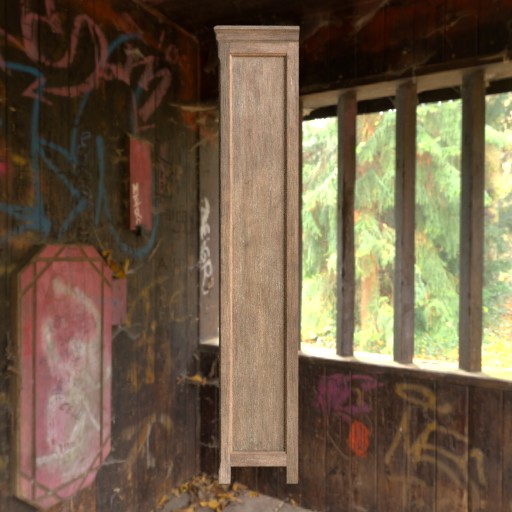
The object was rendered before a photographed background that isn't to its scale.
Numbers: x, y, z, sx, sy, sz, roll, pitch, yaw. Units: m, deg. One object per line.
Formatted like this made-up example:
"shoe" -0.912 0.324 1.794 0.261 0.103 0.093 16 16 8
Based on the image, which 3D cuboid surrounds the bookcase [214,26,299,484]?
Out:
"bookcase" 0.000 0.000 2.253 0.348 1.880 0.906 0 1 -1
